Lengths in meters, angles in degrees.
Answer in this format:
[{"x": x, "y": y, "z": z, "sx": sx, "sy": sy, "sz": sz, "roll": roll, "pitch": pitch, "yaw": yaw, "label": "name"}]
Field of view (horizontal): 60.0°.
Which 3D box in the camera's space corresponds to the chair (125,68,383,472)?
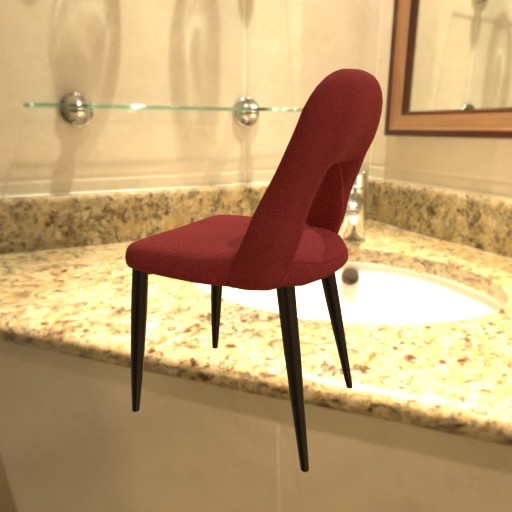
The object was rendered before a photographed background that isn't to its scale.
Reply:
[{"x": 0.000, "y": 0.000, "z": 1.185, "sx": 0.569, "sy": 0.892, "sz": 0.483, "roll": 8, "pitch": 19, "yaw": 26, "label": "chair"}]
